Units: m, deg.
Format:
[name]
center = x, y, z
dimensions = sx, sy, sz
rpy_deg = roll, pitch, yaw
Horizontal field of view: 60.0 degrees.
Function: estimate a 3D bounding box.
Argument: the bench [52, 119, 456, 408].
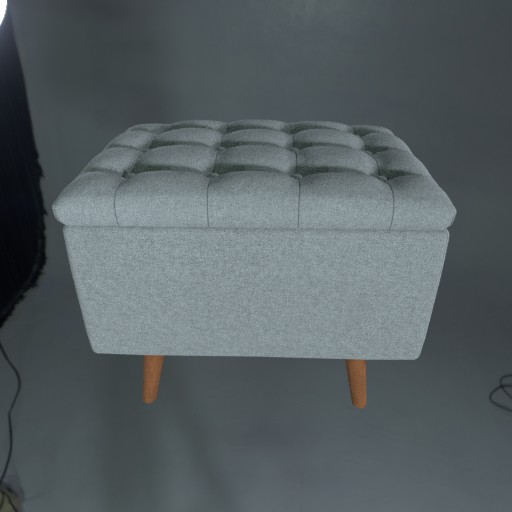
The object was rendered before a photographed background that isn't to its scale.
[bench]
center = 0.000, 0.000, 0.887
dimensions = 0.572, 0.469, 0.417
rpy_deg = 1, 30, 1
